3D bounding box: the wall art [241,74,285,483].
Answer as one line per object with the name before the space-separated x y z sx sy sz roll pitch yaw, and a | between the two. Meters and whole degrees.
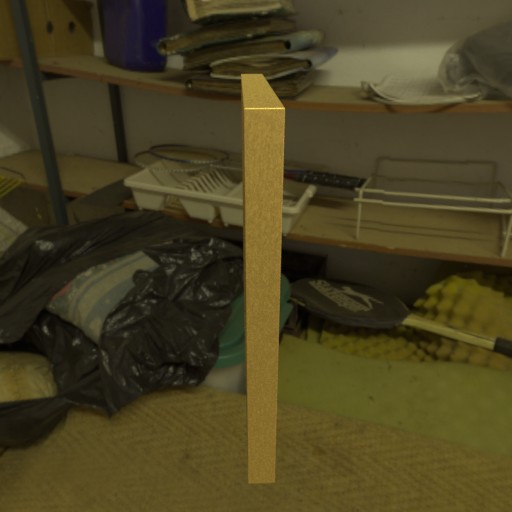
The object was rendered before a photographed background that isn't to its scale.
wall art | 0.000 0.000 0.891 0.048 0.642 0.537 -1 26 -2
